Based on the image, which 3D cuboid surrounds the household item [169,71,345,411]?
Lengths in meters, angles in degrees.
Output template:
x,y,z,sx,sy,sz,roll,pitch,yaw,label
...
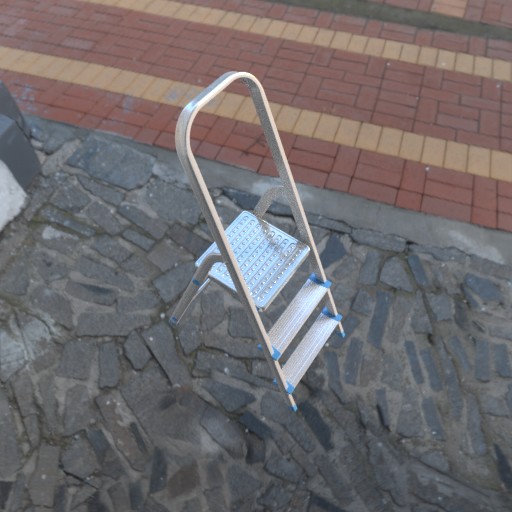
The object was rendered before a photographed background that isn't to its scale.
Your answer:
x,y,z,sx,sy,sz,roll,pitch,yaw,label
0.000,0.000,1.492,0.687,1.215,0.420,31,63,18,household item
